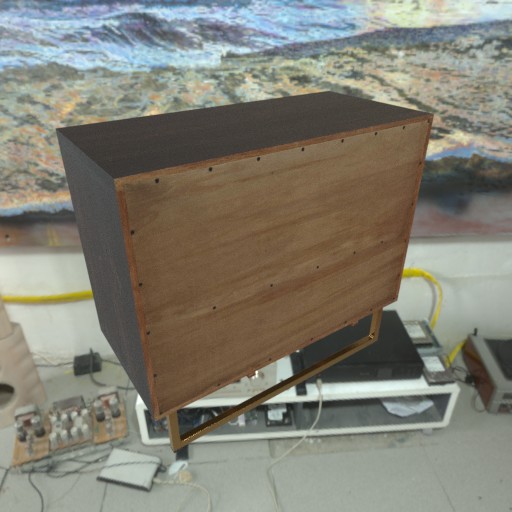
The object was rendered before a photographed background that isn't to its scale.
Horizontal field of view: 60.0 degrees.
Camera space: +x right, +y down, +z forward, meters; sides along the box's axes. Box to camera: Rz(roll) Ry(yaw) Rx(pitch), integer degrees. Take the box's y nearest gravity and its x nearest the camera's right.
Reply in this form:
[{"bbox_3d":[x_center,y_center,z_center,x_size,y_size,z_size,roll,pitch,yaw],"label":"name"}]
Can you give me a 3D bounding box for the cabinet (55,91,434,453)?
[{"bbox_3d":[0.000,0.000,1.434,0.950,0.860,0.451,-19,35,-29],"label":"cabinet"}]
